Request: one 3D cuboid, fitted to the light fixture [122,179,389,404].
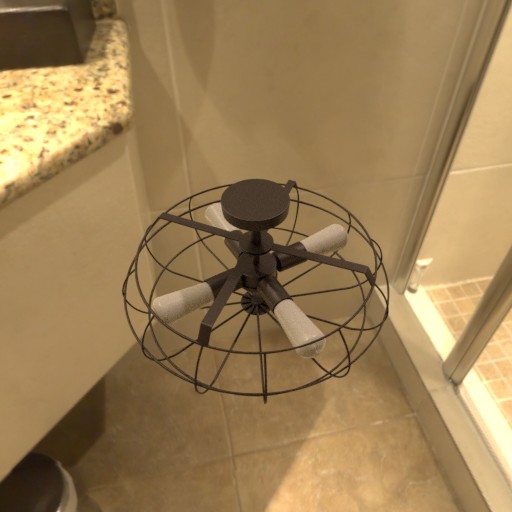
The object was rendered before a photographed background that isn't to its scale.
[{"bbox_3d":[0.000,0.000,0.950,0.582,0.311,0.582,0,46,0],"label":"light fixture"}]
